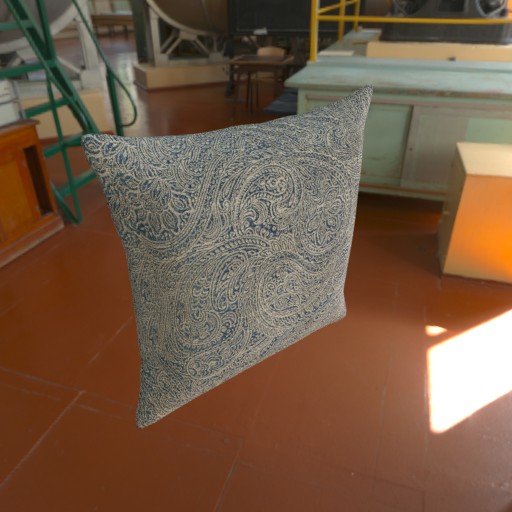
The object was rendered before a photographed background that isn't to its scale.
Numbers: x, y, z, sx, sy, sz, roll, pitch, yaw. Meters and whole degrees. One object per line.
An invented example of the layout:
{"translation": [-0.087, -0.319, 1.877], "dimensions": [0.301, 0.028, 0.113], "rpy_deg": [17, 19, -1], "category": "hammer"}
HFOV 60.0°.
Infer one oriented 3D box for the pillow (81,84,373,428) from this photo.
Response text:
{"translation": [0.000, 0.000, 0.774], "dimensions": [0.523, 0.510, 0.166], "rpy_deg": [-22, 37, -31], "category": "pillow"}
